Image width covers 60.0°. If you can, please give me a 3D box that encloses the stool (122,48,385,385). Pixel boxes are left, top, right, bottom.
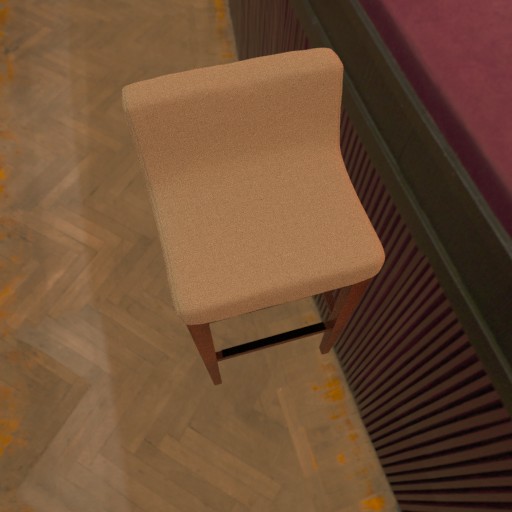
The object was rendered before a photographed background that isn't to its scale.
[{"bbox_3d":[0.000,0.000,1.353,0.511,1.037,0.500,-14,63,-8],"label":"stool"}]
